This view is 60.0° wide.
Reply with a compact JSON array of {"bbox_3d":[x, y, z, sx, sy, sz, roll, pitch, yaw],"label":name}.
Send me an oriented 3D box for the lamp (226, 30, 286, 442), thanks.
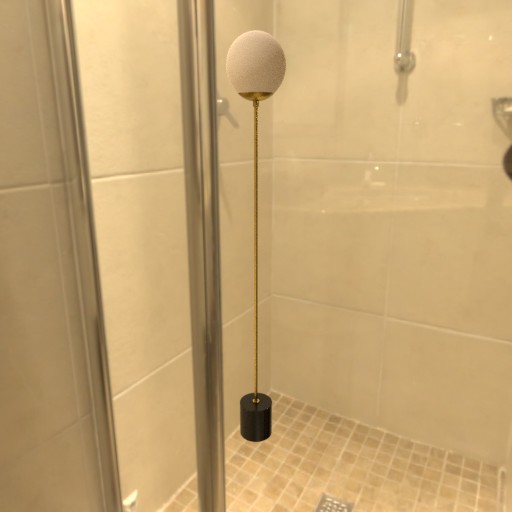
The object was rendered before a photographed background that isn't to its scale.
[{"bbox_3d":[0.000,0.000,1.893,0.229,1.748,0.229,-2,16,-7],"label":"lamp"}]
